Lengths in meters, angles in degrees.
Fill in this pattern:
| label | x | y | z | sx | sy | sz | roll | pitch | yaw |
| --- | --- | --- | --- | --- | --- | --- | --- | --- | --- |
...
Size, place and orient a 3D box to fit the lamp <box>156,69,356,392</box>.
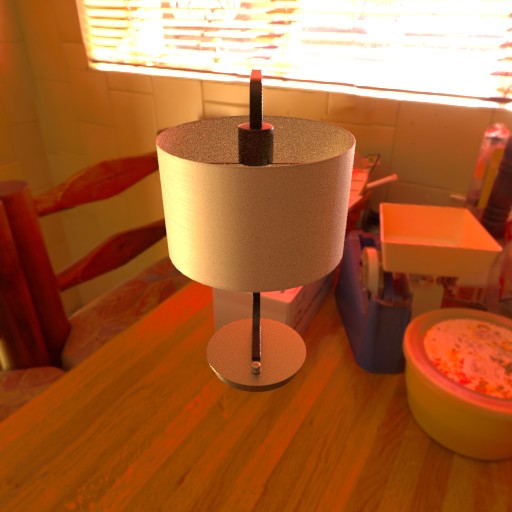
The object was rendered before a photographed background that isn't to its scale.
| label | x | y | z | sx | sy | sz | roll | pitch | yaw |
| --- | --- | --- | --- | --- | --- | --- | --- | --- | --- |
| lamp | 0.000 | 0.000 | 0.633 | 0.230 | 0.473 | 0.288 | 0 | 29 | 0 |
